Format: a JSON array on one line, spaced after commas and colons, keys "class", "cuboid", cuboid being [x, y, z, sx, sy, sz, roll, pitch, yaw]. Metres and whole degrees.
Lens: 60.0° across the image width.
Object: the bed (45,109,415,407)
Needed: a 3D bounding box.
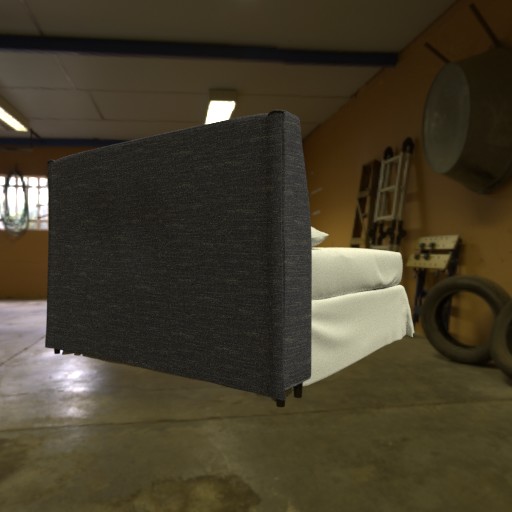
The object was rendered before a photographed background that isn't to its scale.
[{"class": "bed", "cuboid": [0.000, 0.000, 3.379, 1.925, 1.332, 2.276, 0, 0, 35]}]
